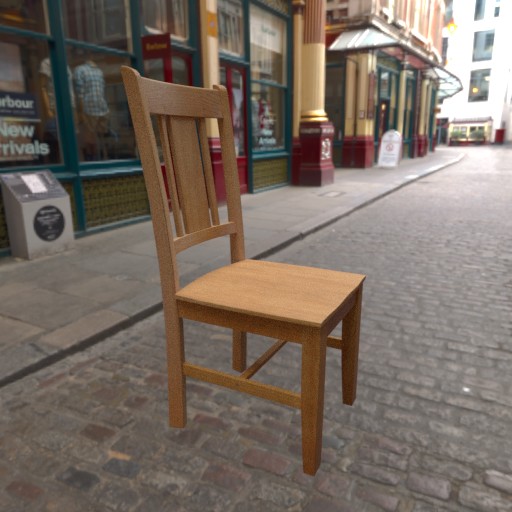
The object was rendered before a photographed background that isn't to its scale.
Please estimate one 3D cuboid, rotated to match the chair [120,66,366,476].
[{"bbox_3d":[0.000,0.000,1.282,0.556,0.998,0.450,8,17,26],"label":"chair"}]
